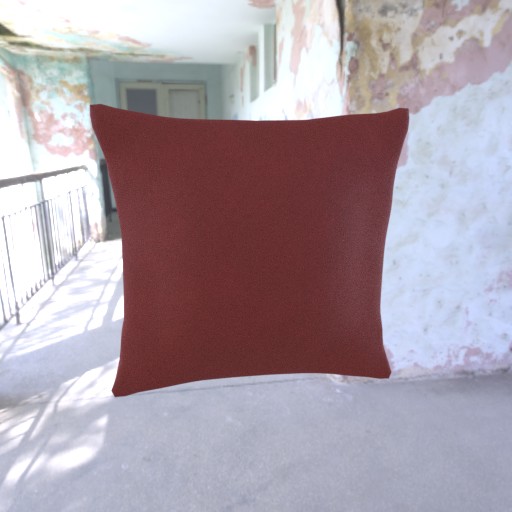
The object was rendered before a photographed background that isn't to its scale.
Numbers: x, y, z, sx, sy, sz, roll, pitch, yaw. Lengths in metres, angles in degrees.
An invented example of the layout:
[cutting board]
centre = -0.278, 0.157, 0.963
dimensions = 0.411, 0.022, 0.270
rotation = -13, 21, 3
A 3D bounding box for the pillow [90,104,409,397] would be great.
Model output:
[pillow]
centre = 0.000, 0.000, 0.646
dimensions = 0.435, 0.416, 0.151
rotation = -2, 15, -7
